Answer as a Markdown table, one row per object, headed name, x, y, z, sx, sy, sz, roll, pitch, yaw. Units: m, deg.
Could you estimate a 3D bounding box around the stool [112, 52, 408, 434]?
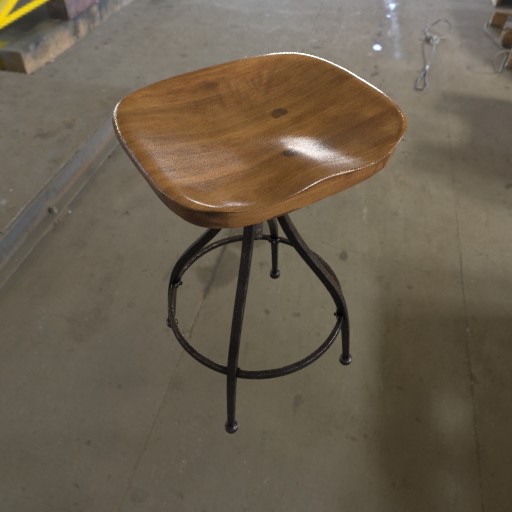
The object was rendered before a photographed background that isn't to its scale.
| name | x | y | z | sx | sy | sz | roll | pitch | yaw |
| --- | --- | --- | --- | --- | --- | --- | --- | --- | --- |
| stool | 0.000 | 0.000 | 0.959 | 0.432 | 0.694 | 0.424 | -24 | 52 | -20 |
